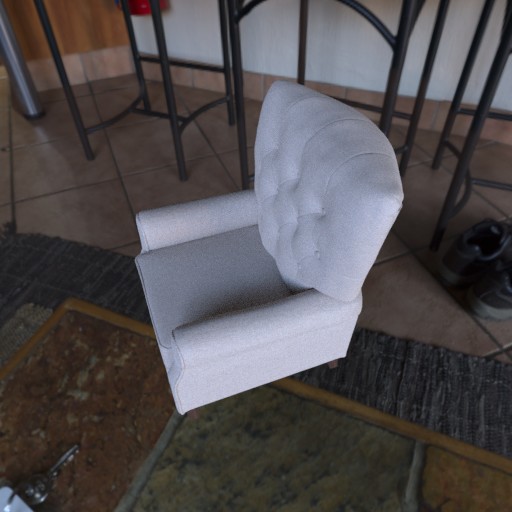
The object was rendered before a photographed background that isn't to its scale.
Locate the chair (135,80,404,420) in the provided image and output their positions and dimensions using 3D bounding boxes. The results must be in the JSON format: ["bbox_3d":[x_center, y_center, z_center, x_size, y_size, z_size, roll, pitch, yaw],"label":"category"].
[{"bbox_3d":[0.000,0.000,1.976,1.025,1.209,0.942,-15,48,-14],"label":"chair"}]
